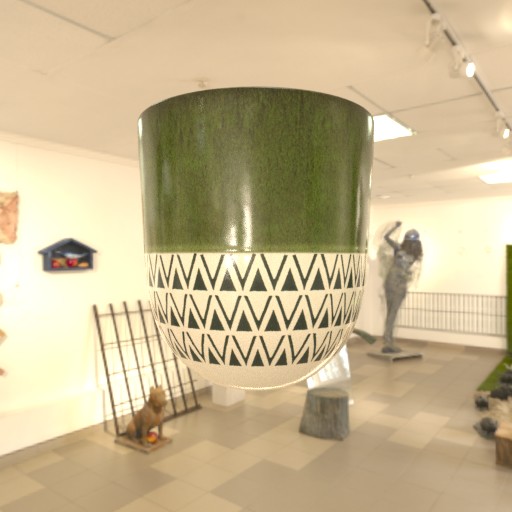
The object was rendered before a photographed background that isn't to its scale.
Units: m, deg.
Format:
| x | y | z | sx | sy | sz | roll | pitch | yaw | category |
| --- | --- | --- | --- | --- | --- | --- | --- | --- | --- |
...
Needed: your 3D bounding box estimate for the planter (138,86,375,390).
| x | y | z | sx | sy | sz | roll | pitch | yaw | category |
| --- | --- | --- | --- | --- | --- | --- | --- | --- | --- |
| 0.000 | 0.000 | 0.474 | 0.245 | 0.270 | 0.245 | 0 | 0 | 0 | planter |
